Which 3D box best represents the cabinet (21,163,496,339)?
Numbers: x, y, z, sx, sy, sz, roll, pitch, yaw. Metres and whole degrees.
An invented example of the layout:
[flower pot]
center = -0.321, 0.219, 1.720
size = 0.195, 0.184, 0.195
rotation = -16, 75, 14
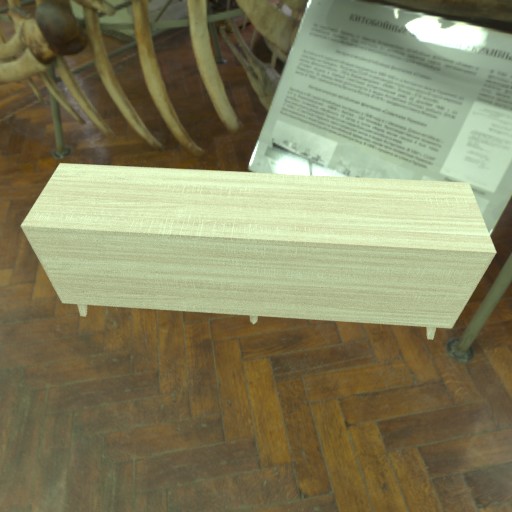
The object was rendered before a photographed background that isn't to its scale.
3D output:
[cabinet]
center = 0.000, 0.000, 2.499
size = 2.200, 0.780, 0.500
rotation = 3, 48, 3
